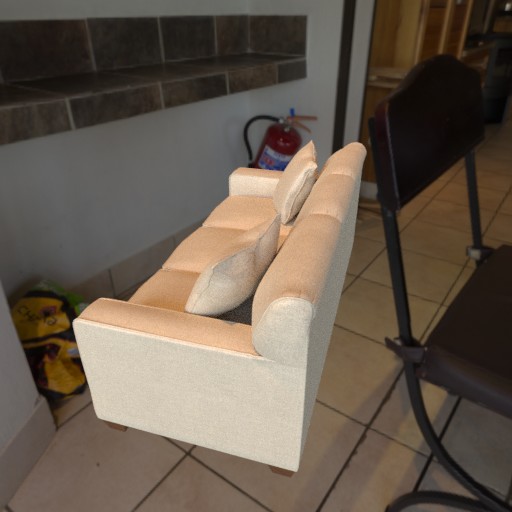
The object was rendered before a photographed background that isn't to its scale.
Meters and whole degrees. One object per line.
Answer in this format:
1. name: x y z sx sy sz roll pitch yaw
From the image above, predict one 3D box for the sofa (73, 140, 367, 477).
1. sofa: 0.000 0.000 2.541 0.997 0.958 2.024 8 30 15
